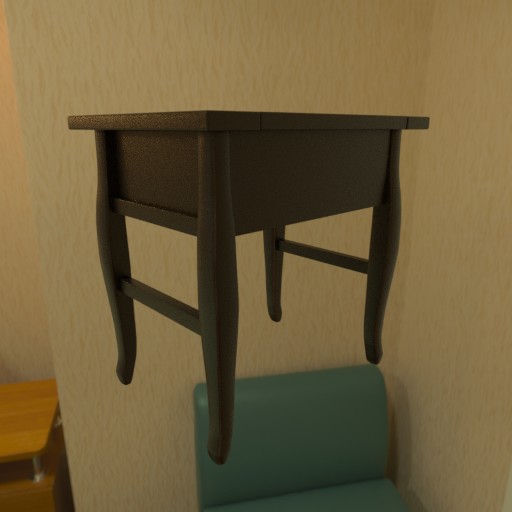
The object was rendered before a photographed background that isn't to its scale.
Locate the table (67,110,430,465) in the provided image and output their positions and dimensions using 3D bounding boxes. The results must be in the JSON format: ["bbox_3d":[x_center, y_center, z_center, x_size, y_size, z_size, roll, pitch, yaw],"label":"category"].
[{"bbox_3d":[0.000,0.000,1.004,0.602,0.604,0.460,-15,22,-41],"label":"table"}]
